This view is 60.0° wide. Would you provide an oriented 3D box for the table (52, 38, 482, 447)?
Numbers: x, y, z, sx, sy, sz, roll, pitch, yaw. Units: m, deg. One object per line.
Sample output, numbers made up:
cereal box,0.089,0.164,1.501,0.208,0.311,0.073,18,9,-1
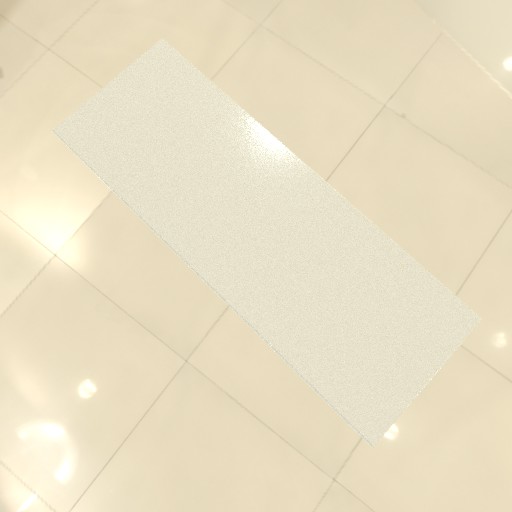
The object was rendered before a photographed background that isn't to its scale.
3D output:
table,0.000,0.000,1.422,1.067,0.749,0.381,43,80,9
